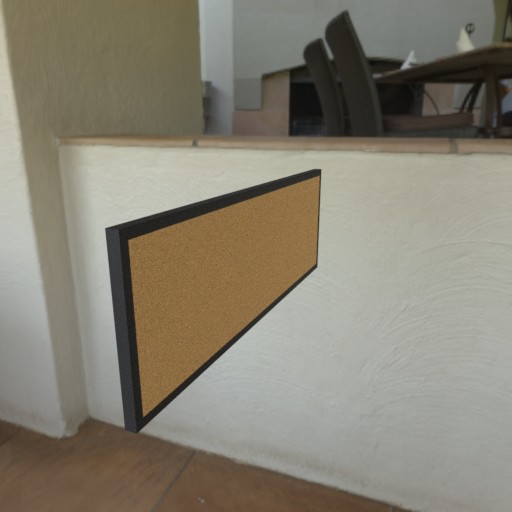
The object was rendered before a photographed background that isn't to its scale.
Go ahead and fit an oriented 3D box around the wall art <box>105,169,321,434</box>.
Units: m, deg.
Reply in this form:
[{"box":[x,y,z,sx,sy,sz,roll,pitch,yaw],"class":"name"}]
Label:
[{"box":[0.000,0.000,1.784,0.041,0.554,1.572,8,18,24],"class":"wall art"}]
